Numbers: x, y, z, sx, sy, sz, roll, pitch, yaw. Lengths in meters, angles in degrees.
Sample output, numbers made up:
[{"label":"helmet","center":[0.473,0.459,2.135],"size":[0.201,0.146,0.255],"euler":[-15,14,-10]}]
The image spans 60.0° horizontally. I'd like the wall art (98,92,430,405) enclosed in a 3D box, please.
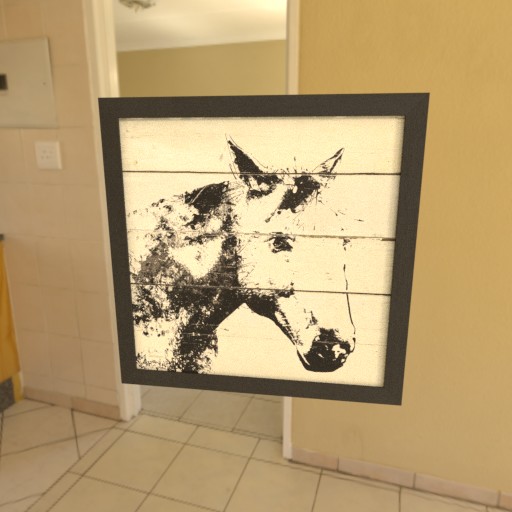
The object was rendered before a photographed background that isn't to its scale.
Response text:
[{"label":"wall art","center":[0.000,0.000,1.488],"size":[1.016,1.016,0.038],"euler":[2,14,8]}]
